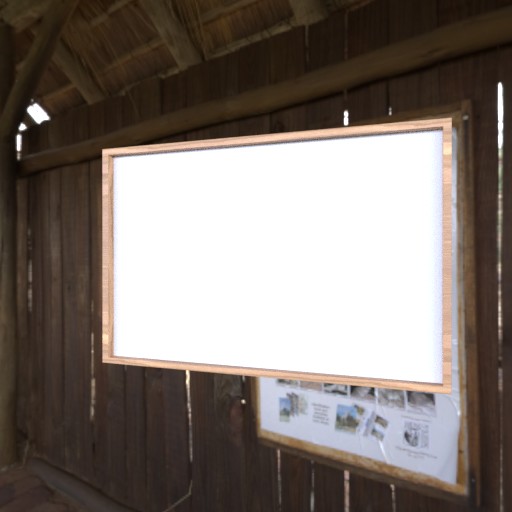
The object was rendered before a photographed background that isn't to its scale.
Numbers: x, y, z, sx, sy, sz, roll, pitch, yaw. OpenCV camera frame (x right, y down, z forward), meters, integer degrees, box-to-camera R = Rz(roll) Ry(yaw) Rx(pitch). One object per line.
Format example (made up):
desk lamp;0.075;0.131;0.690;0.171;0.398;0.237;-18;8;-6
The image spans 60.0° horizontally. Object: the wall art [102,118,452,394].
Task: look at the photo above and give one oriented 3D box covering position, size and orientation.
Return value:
wall art;0.000;0.000;1.406;1.137;0.756;0.034;0;0;19
